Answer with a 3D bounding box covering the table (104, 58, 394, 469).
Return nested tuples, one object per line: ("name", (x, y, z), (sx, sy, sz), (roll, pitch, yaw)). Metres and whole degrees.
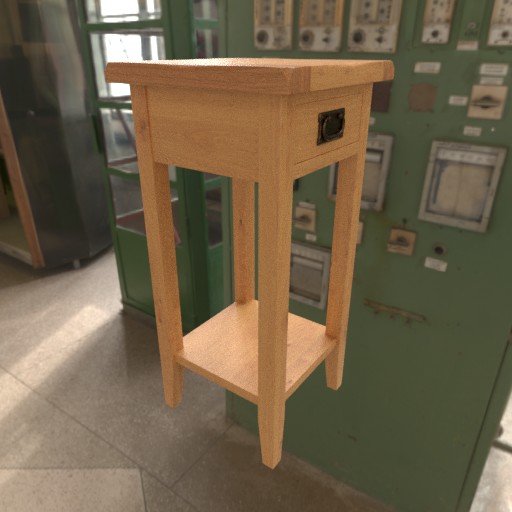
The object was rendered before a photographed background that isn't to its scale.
("table", (0.000, 0.000, 0.919), (0.360, 0.740, 0.360), (17, 30, 32))
